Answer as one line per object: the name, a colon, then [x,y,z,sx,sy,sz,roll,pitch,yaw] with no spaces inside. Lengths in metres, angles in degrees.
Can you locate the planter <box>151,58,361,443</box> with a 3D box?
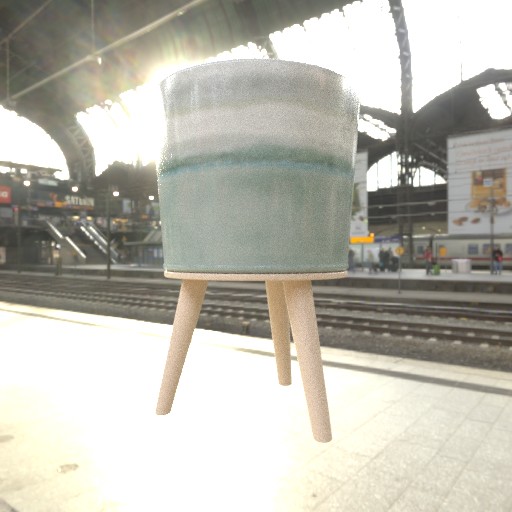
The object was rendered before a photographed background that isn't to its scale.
planter: [0.000,0.000,0.578,0.265,0.404,0.265,0,0,35]
